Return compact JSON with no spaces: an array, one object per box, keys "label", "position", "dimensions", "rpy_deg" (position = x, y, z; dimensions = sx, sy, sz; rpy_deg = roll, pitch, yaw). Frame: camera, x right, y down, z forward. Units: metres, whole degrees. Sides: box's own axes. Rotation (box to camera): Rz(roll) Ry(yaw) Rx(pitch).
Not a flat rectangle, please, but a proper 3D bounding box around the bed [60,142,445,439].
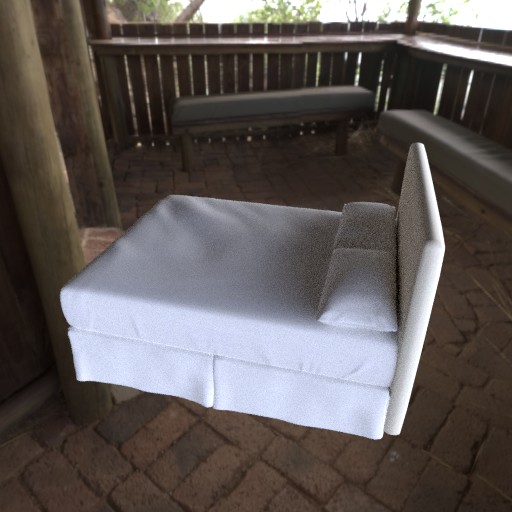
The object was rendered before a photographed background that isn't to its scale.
[{"label":"bed","position":[0.000,0.000,3.122],"dimensions":[2.147,1.330,1.714],"rpy_deg":[8,31,13]}]
